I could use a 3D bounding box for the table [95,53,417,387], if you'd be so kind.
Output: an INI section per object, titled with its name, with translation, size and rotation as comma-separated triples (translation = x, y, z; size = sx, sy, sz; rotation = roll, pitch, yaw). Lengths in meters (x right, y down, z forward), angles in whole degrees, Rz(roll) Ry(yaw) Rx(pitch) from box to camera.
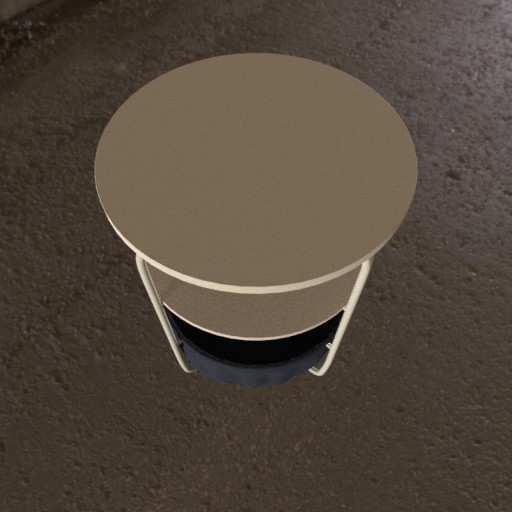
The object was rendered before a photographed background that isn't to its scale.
[table]
translation = 0.000, 0.000, 0.809
size = 0.418, 0.532, 0.418
rotation = 1, 57, 1
